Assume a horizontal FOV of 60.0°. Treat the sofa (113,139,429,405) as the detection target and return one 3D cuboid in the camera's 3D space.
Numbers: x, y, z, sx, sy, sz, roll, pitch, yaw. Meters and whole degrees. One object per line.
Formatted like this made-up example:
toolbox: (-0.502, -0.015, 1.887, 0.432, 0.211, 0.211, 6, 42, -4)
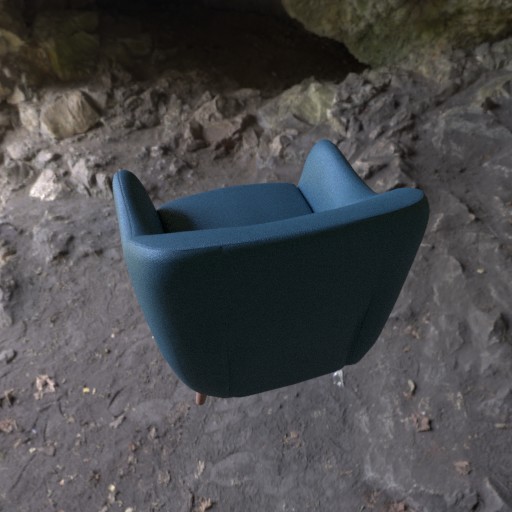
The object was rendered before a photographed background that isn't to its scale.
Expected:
sofa: (0.000, 0.000, 1.491, 0.836, 0.817, 0.825, -12, 43, -13)
